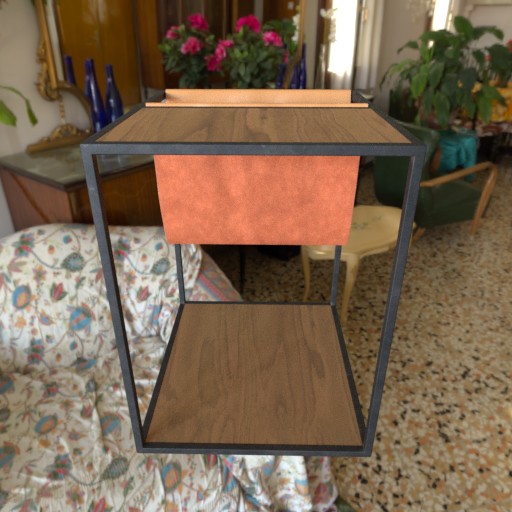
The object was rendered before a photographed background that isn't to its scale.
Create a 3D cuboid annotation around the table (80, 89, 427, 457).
[{"bbox_3d":[0.000,0.000,0.830,0.399,0.536,0.450,1,28,1],"label":"table"}]
